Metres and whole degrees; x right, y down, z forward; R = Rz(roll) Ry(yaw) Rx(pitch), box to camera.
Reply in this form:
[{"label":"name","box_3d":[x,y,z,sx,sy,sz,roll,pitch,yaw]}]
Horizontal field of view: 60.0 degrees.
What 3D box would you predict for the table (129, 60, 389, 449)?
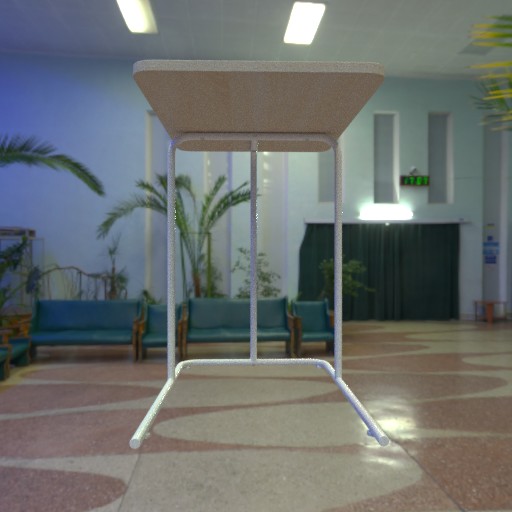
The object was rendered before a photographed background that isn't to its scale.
[{"label":"table","box_3d":[0.000,0.000,0.865,0.370,0.550,0.480,0,0,-1]}]
